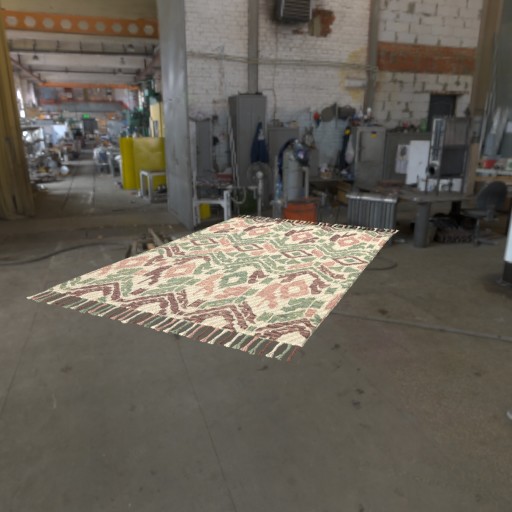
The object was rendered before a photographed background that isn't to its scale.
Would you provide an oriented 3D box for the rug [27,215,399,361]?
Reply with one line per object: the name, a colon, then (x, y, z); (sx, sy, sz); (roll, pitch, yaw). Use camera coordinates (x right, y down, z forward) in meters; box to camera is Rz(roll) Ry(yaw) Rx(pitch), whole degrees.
rug: (0.000, 0.000, 3.037); (1.524, 0.011, 2.438); (8, 18, 25)
